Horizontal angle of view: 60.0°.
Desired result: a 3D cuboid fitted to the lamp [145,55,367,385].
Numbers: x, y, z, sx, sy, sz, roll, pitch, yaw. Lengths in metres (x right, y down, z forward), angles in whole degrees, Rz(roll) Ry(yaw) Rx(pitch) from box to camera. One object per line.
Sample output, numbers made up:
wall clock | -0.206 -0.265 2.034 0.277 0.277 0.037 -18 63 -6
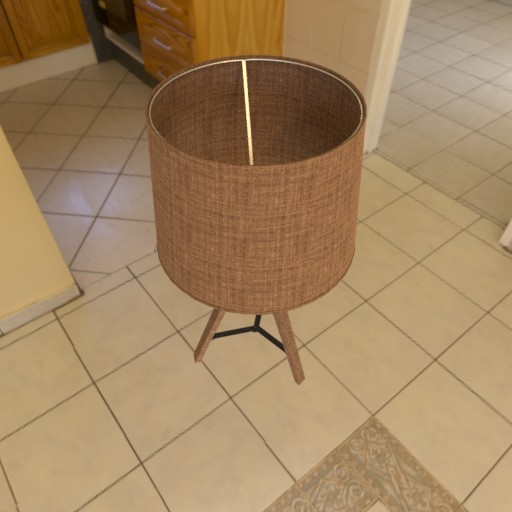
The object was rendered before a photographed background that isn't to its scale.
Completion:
lamp | 0.000 0.000 0.690 0.290 0.514 0.290 0 47 0
